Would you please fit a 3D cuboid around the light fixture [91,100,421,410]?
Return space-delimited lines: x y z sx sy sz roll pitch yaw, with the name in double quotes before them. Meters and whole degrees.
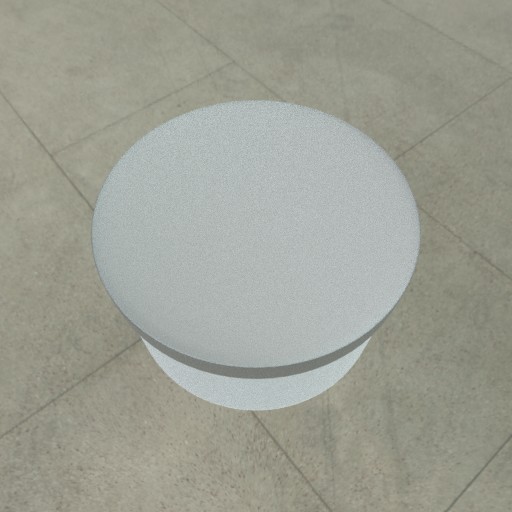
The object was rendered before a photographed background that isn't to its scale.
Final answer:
"light fixture" 0.000 0.000 0.632 0.393 0.229 0.393 0 59 0
